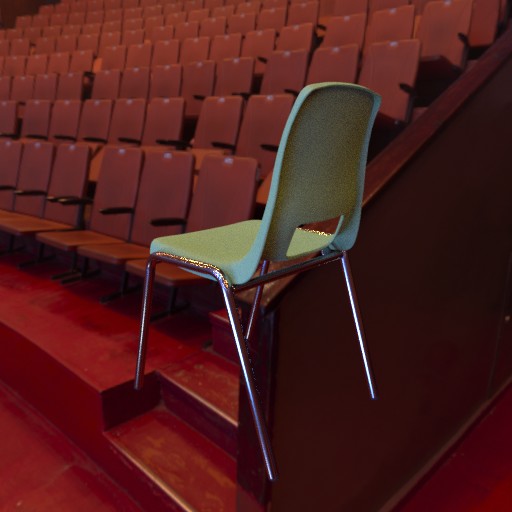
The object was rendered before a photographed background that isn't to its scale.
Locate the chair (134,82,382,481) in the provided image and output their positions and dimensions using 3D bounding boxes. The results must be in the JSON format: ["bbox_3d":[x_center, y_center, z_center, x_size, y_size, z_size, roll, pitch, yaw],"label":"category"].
[{"bbox_3d":[0.000,0.000,0.934,0.436,0.653,0.381,15,21,42],"label":"chair"}]
